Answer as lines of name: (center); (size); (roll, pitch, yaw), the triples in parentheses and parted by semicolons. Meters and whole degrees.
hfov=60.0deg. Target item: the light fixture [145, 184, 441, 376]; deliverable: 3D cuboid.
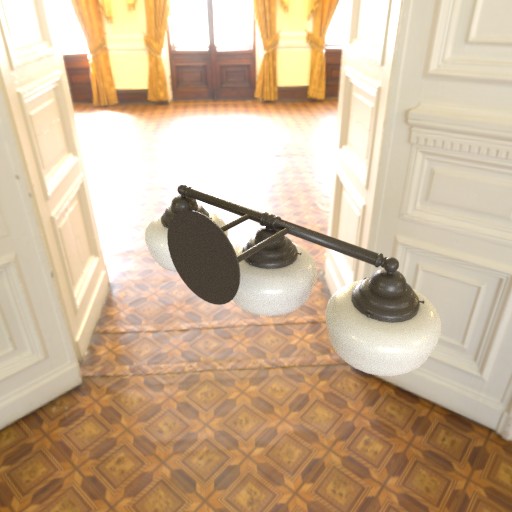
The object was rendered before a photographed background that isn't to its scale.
light fixture: (0.000, 0.000, 0.724); (0.587, 0.242, 0.239); (23, 38, 34)
